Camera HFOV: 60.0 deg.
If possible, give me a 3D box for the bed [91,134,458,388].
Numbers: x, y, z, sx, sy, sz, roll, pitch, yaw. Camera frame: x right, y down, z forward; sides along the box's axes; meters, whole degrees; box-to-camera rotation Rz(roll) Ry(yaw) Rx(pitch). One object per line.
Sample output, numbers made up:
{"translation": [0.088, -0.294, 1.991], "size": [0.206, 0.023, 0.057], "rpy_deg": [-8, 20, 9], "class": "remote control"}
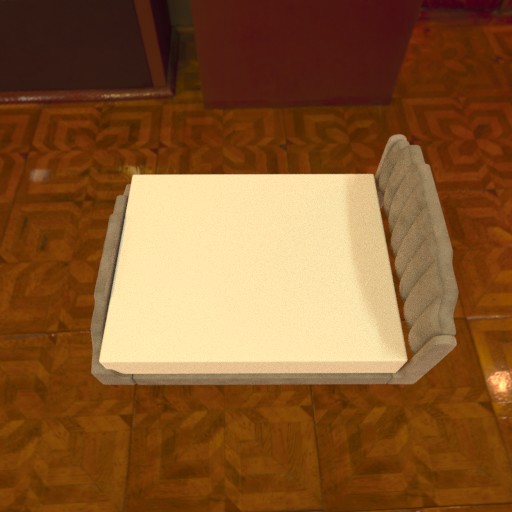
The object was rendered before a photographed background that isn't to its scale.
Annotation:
{"translation": [0.000, 0.000, 3.315], "size": [2.340, 1.245, 1.676], "rpy_deg": [0, 59, 0], "class": "bed"}
